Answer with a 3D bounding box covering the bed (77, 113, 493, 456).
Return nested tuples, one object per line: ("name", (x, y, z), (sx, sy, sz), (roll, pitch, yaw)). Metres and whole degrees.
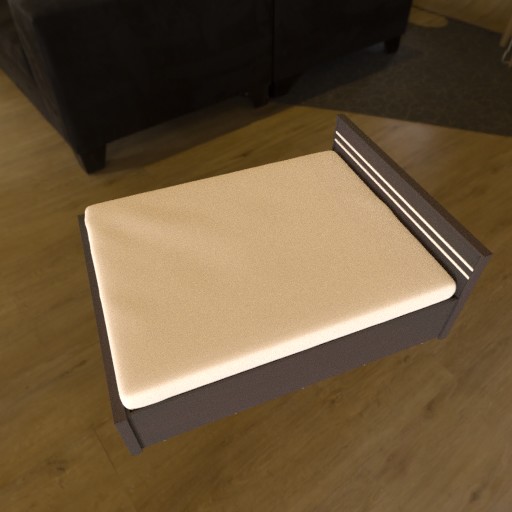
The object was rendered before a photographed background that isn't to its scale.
("bed", (0.000, 0.000, 2.935), (2.103, 0.808, 1.634), (-16, 48, -15))
